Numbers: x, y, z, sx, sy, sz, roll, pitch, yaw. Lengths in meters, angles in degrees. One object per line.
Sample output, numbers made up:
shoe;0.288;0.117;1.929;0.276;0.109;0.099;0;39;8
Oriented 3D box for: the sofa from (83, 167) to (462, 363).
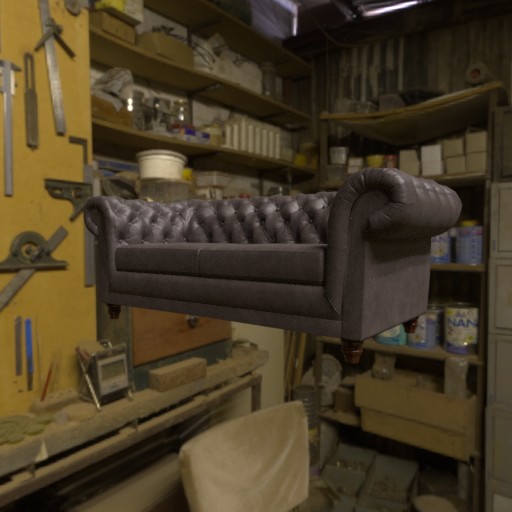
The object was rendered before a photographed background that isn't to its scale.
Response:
sofa;0.000;0.000;2.536;2.048;0.779;0.944;2;3;37
